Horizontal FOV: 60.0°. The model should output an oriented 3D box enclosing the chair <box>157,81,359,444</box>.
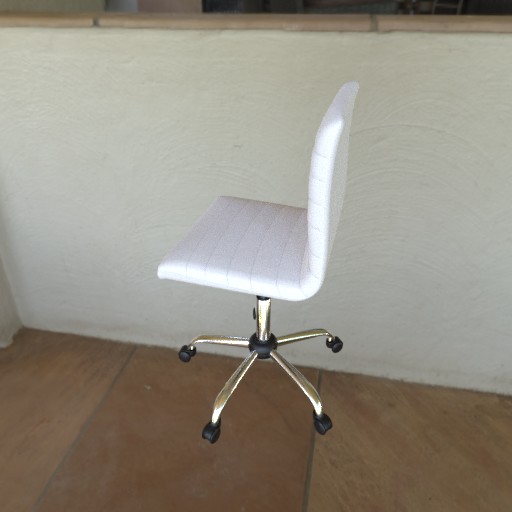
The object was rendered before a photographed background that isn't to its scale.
[{"bbox_3d":[0.000,0.000,1.048,0.455,0.750,0.520,8,31,13],"label":"chair"}]
